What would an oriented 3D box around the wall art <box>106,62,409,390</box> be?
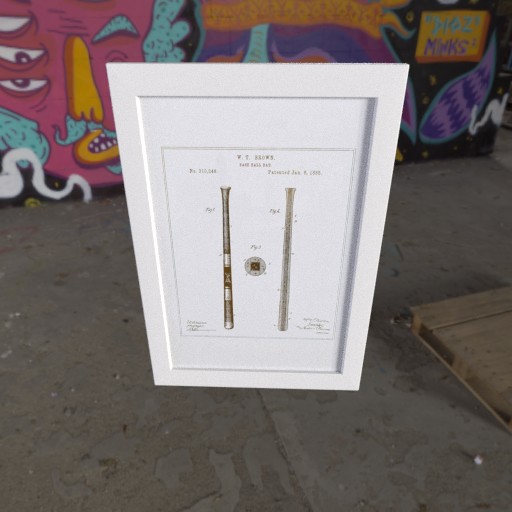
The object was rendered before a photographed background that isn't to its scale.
[{"bbox_3d":[0.000,0.000,0.601,0.329,0.482,0.011,1,29,2],"label":"wall art"}]
